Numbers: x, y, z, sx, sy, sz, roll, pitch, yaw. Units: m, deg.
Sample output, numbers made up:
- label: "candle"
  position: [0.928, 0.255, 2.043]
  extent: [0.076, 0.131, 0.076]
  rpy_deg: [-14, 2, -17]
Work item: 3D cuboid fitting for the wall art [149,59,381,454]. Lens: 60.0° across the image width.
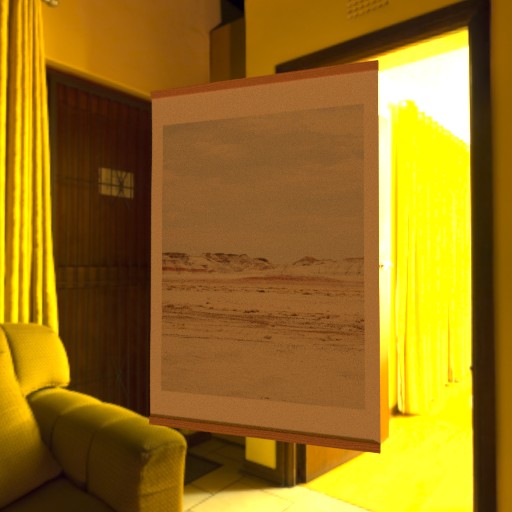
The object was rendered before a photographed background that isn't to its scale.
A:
- label: "wall art"
  position: [0.000, 0.000, 1.879]
  extent: [1.011, 1.521, 0.025]
  rpy_deg: [0, -1, 18]
